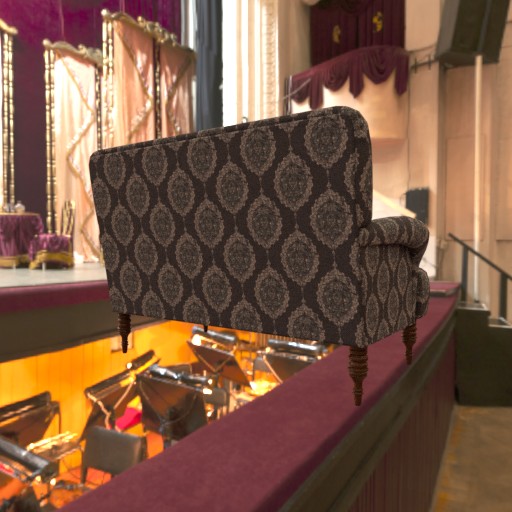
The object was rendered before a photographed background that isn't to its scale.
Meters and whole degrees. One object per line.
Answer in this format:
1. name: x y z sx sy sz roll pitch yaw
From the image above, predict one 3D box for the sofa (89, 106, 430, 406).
1. sofa: 0.000 0.000 1.829 1.297 0.867 0.779 1 3 35
